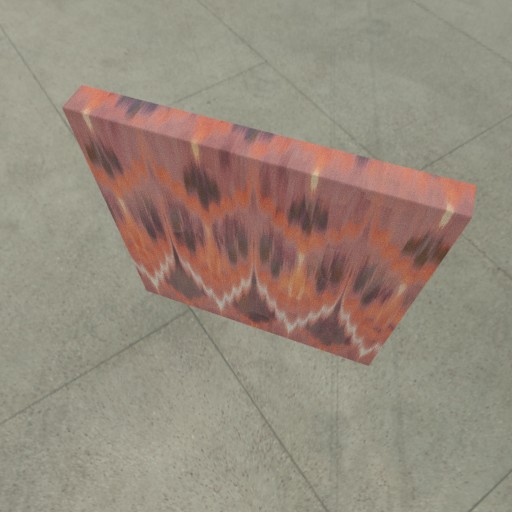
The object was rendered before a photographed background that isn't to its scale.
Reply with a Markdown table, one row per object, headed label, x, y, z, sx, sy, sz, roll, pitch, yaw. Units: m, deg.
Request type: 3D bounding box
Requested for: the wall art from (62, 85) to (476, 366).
| label | x | y | z | sx | sy | sz | roll | pitch | yaw |
| --- | --- | --- | --- | --- | --- | --- | --- | --- | --- |
| wall art | 0.000 | 0.000 | 0.592 | 0.403 | 0.406 | 0.038 | 17 | 60 | 10 |
